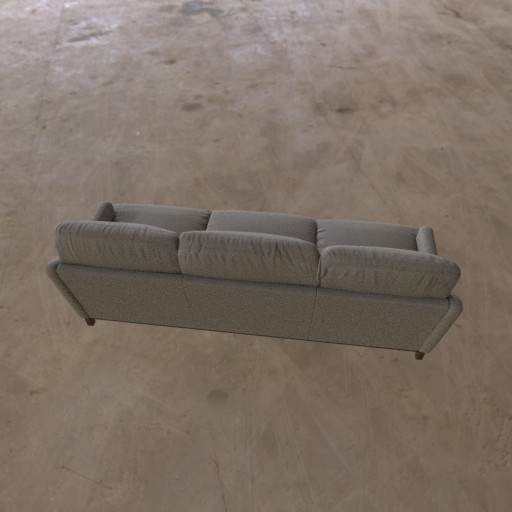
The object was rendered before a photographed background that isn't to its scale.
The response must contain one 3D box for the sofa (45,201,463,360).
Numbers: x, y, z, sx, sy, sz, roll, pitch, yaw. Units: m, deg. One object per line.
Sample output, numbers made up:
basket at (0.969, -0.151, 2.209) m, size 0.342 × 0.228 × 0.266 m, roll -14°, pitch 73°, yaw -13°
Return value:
sofa at (0.000, 0.000, 2.927) m, size 2.344 × 0.926 × 0.987 m, roll 5°, pitch 46°, yaw 5°
